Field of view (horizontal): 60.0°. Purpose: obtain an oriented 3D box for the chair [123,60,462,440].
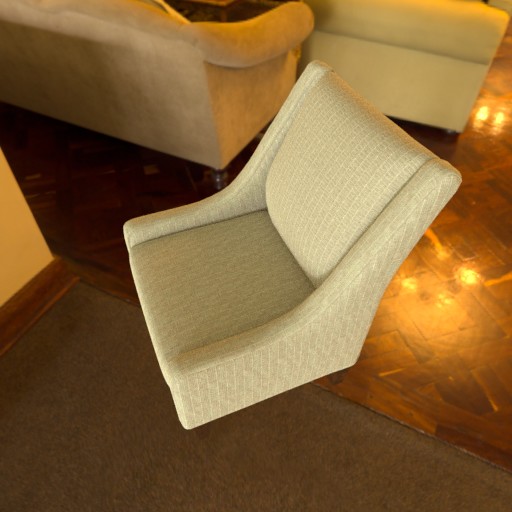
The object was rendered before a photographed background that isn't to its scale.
[{"bbox_3d":[0.000,0.000,1.610,0.870,1.014,0.774,-17,49,-15],"label":"chair"}]
